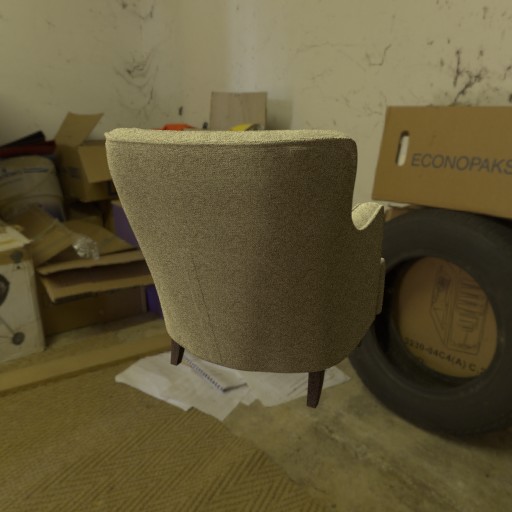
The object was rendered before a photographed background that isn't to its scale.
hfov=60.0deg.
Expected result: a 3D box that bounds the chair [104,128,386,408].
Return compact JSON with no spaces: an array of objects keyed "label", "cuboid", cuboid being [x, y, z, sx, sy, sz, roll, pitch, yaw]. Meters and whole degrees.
[{"label":"chair","cuboid":[0.000,0.000,1.667,0.820,0.920,0.910,9,19,27]}]
